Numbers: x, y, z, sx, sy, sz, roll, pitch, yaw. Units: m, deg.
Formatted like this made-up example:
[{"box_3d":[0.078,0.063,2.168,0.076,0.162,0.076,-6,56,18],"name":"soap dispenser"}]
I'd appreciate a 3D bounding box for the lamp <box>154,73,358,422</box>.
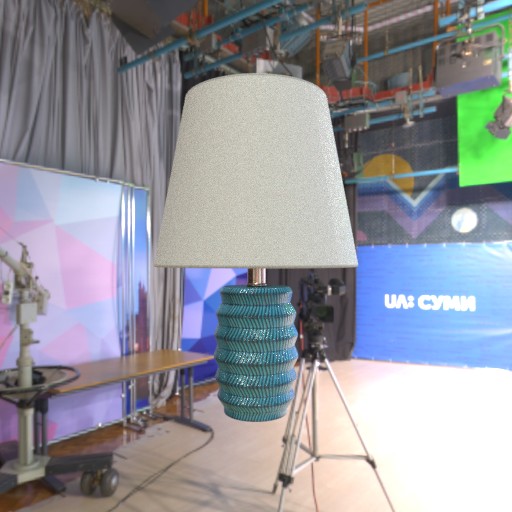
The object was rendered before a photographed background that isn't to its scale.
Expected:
[{"box_3d":[0.000,0.000,0.564,0.254,0.392,0.254,0,0,0],"name":"lamp"}]
